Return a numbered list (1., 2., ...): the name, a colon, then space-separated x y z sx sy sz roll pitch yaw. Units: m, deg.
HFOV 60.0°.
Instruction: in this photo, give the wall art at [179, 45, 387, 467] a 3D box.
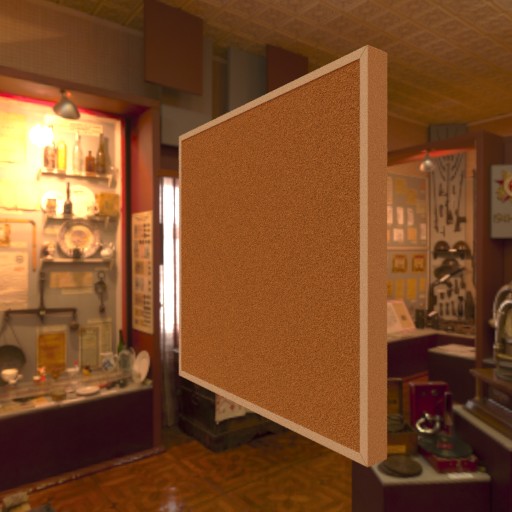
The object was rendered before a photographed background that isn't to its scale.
1. wall art: 0.000 0.000 0.748 0.037 0.508 0.508 0 0 -36
